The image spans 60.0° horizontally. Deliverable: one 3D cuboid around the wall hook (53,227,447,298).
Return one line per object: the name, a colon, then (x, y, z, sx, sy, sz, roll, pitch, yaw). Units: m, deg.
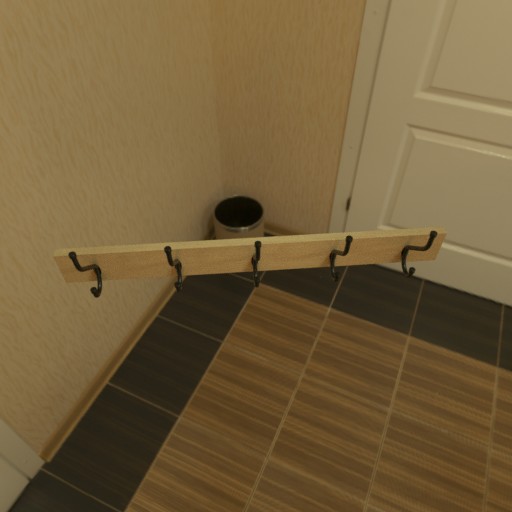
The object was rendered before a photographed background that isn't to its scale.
wall hook: (0.000, 0.000, 0.628, 0.571, 0.117, 0.071, -3, 47, -3)
